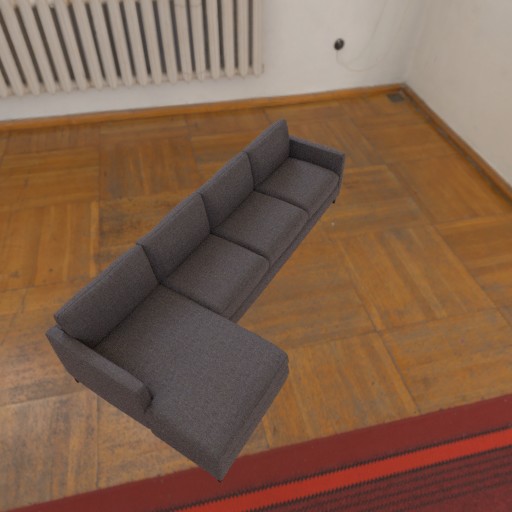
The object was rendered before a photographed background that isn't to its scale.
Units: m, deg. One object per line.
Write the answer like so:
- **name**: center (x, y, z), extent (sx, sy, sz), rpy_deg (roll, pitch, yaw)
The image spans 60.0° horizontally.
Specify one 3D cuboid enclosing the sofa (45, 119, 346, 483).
- **sofa**: center (0.000, 0.000, 3.264), extent (1.258, 0.754, 2.731), rpy_deg (24, 50, 21)
